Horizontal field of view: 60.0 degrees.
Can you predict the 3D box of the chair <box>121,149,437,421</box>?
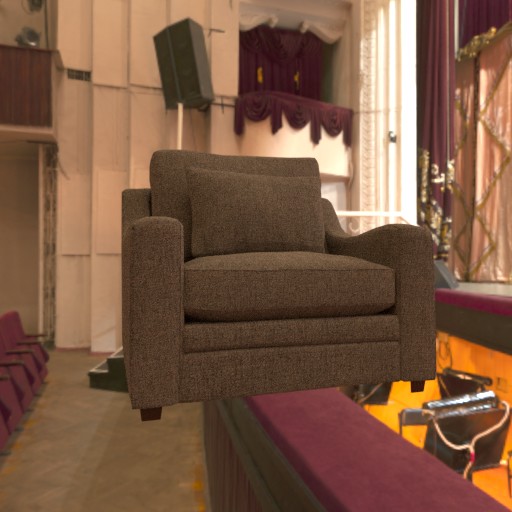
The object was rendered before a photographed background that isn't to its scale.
[{"bbox_3d":[0.000,0.000,1.964,1.138,1.037,1.009,0,-1,-18],"label":"chair"}]
